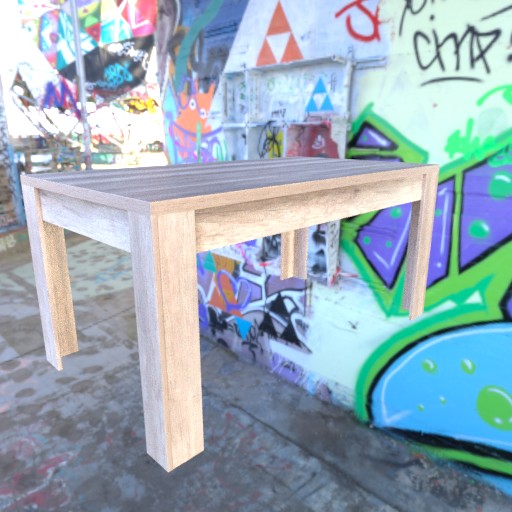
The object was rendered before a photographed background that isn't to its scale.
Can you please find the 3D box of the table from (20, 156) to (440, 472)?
[{"bbox_3d":[0.000,0.000,2.004,1.600,0.775,0.900,-15,22,-43],"label":"table"}]
